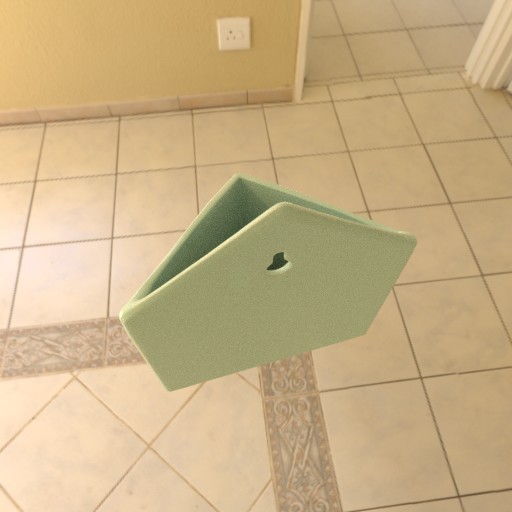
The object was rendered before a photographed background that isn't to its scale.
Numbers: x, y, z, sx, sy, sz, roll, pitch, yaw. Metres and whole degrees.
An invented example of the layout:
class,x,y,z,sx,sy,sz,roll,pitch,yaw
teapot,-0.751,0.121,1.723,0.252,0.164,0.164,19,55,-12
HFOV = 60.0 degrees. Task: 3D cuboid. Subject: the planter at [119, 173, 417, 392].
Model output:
class,x,y,z,sx,sy,sz,roll,pitch,yaw
planter,0.000,0.000,0.279,0.164,0.197,0.079,-14,60,-8
